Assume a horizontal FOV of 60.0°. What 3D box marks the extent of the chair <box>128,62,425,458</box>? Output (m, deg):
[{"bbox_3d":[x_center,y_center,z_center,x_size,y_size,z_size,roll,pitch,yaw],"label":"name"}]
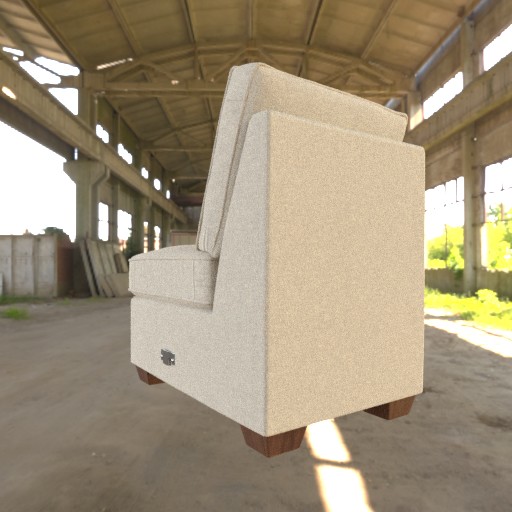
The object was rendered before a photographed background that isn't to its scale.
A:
[{"bbox_3d":[0.000,0.000,1.550,0.621,0.970,0.938,0,-1,-35],"label":"chair"}]
